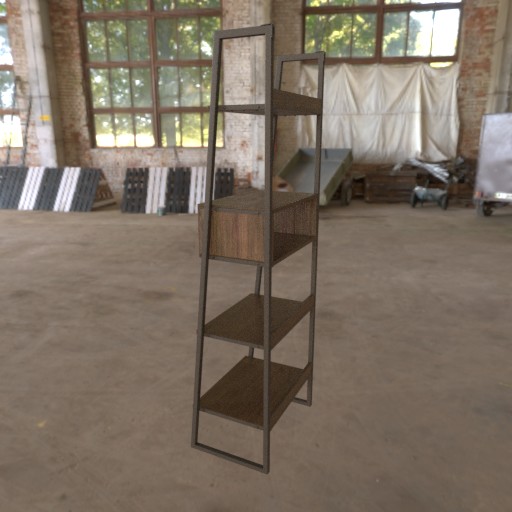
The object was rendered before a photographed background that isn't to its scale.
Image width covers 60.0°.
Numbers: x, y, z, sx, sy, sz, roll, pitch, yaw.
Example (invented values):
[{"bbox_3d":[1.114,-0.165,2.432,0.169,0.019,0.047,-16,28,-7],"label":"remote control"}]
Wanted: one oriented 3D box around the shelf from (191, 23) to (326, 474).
[{"bbox_3d":[0.000,0.000,2.281,0.454,2.005,0.652,7,17,25],"label":"shelf"}]
